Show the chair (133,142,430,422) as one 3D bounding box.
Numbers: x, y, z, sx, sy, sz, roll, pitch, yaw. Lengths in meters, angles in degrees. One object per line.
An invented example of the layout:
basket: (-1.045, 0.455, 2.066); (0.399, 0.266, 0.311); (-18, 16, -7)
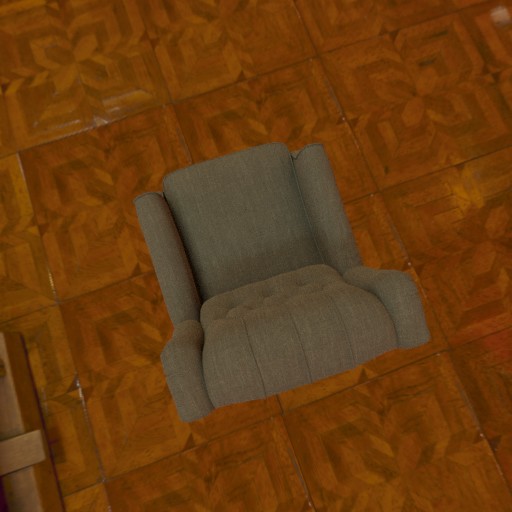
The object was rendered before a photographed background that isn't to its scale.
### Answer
chair: (0.000, 0.000, 1.630); (0.742, 1.035, 0.898); (-17, 78, -4)
